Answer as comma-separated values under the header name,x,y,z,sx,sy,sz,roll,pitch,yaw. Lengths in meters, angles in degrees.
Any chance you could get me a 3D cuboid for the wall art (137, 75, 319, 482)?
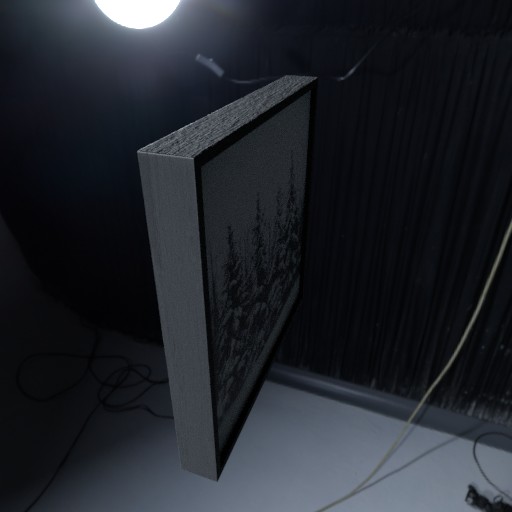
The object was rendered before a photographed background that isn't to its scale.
name,x,y,z,sx,sy,sz,roll,pitch,yaw
wall art,0.000,0.000,0.457,0.037,0.305,0.305,11,32,17
